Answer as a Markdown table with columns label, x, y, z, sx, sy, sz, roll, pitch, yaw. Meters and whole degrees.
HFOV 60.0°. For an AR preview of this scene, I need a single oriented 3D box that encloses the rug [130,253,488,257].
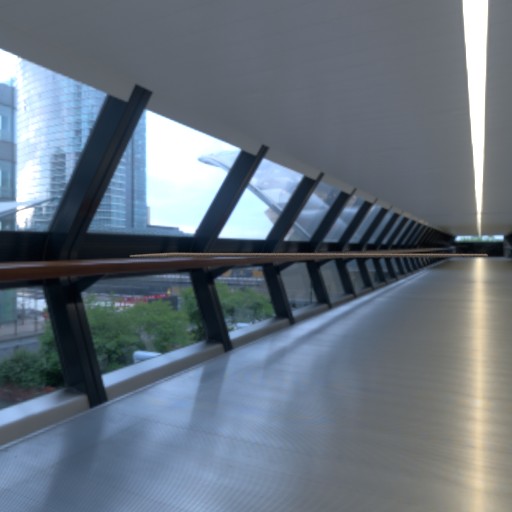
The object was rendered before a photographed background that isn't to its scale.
| label | x | y | z | sx | sy | sz | roll | pitch | yaw |
| --- | --- | --- | --- | --- | --- | --- | --- | --- | --- |
| rug | 0.000 | 0.000 | 2.099 | 1.066 | 0.011 | 1.677 | 0 | 0 | -19 |
